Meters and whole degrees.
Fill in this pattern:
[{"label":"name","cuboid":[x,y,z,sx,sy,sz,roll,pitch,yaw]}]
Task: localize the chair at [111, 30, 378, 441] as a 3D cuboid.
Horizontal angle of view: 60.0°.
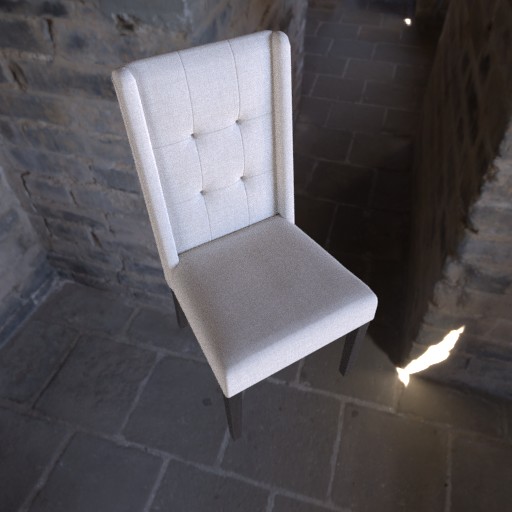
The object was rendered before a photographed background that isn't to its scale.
[{"label":"chair","cuboid":[0.000,0.000,1.220,0.474,0.961,0.523,-23,51,-20]}]
